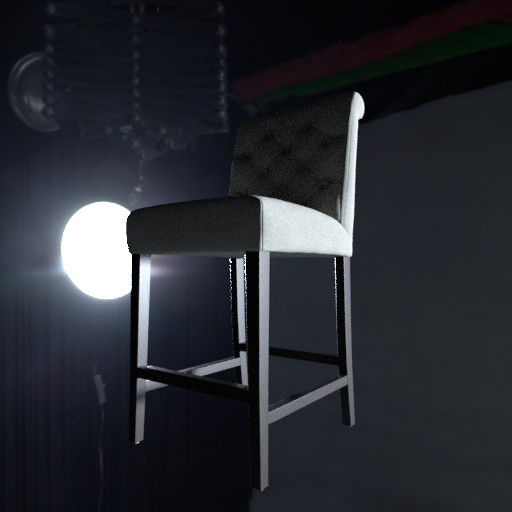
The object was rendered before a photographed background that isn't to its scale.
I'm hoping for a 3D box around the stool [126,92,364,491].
[{"bbox_3d":[0.000,0.000,1.332,0.493,1.040,0.601,-1,-1,37],"label":"stool"}]
